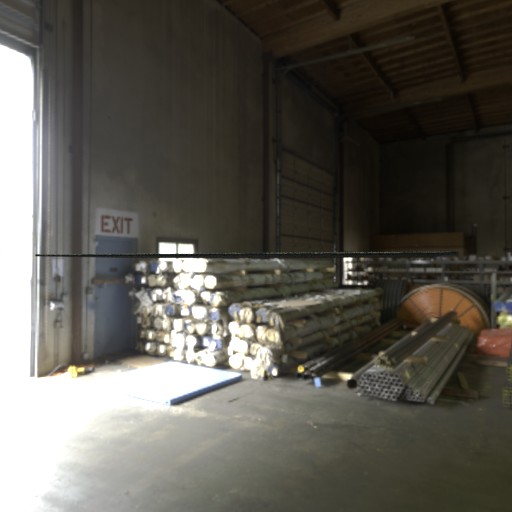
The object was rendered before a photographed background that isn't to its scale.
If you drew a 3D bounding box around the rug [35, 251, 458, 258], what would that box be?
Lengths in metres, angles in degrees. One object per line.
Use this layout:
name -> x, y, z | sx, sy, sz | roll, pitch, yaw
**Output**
rug -> 0.000, 0.000, 3.138 | 2.449, 0.015, 1.530 | 0, -1, 17
